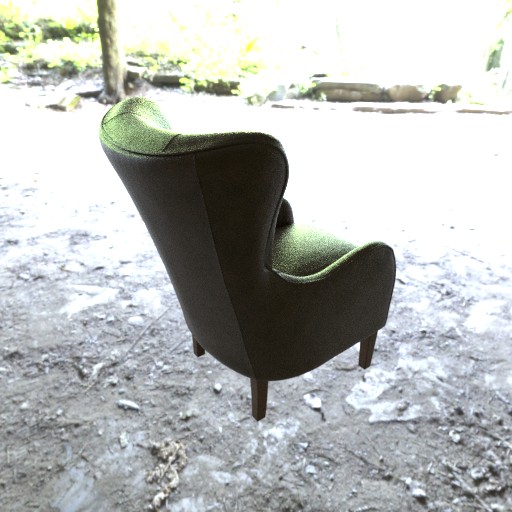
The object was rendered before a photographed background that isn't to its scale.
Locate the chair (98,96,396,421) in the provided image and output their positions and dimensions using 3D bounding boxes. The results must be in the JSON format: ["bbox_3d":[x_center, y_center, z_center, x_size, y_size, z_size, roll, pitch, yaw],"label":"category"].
[{"bbox_3d":[0.000,0.000,1.576,0.914,1.048,0.692,-19,34,-32],"label":"chair"}]
